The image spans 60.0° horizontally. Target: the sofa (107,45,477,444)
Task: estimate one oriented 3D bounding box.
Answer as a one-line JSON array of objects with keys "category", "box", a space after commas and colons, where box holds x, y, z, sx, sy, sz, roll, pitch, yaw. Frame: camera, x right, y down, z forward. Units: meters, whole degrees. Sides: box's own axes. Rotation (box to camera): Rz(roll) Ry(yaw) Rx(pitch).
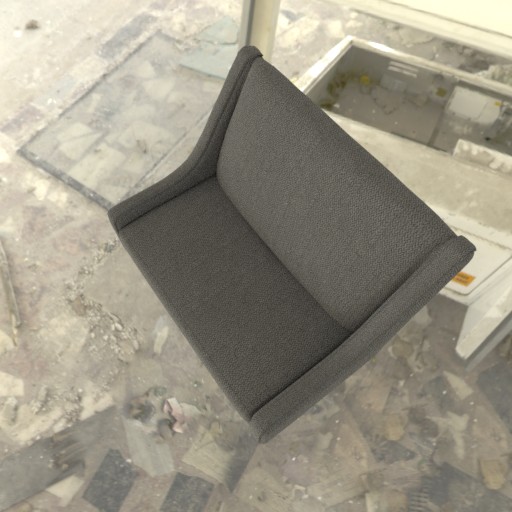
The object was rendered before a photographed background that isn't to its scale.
[{"category": "sofa", "box": [0.000, 0.000, 1.933, 0.873, 1.022, 1.242, -33, 67, -16]}]
